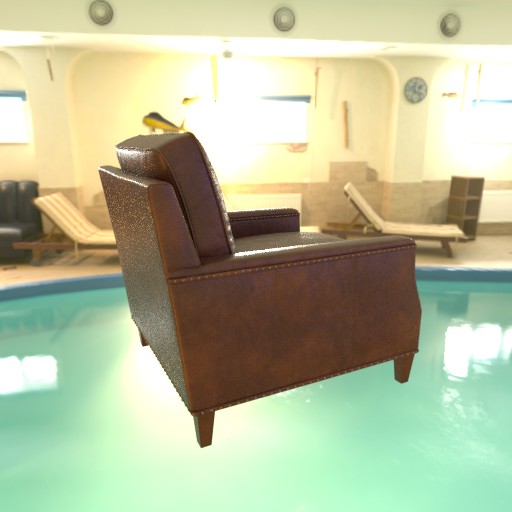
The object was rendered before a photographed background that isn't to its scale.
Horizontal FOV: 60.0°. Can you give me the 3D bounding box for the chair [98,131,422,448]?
[{"bbox_3d":[0.000,0.000,1.743,1.014,0.929,0.853,-7,16,-26],"label":"chair"}]
